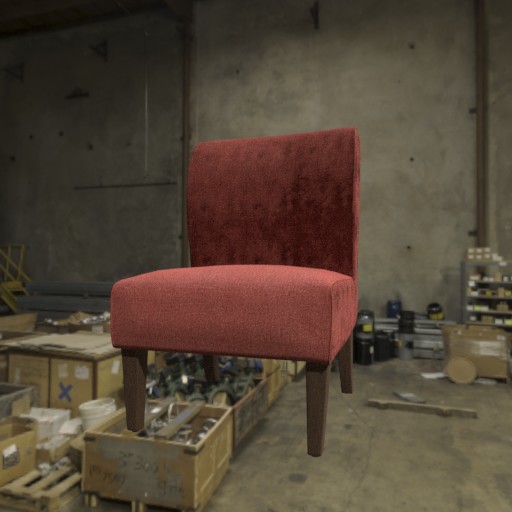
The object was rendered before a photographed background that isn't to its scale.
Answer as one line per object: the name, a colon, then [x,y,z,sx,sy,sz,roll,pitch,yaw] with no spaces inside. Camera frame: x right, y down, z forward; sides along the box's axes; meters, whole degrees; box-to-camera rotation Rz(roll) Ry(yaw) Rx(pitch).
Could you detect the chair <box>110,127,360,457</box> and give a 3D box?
chair: [0.000,0.000,1.259,0.538,0.846,0.640,0,-1,19]
